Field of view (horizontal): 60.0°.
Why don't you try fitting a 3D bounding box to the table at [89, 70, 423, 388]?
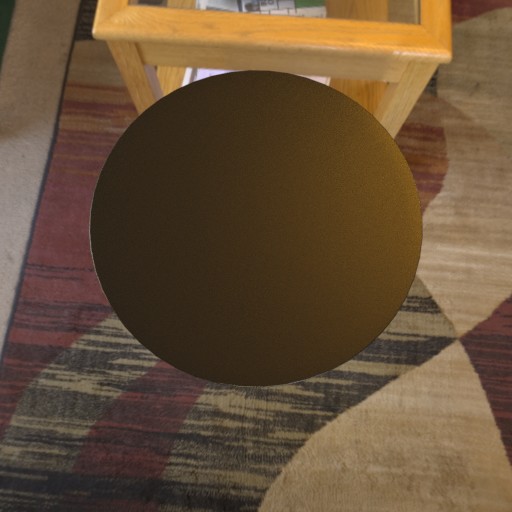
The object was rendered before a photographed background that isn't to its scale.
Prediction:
[{"bbox_3d":[0.000,0.000,1.093,0.597,0.618,0.597,0,76,0],"label":"table"}]
